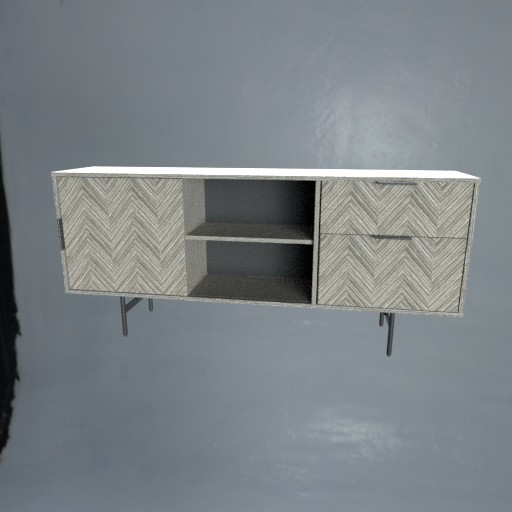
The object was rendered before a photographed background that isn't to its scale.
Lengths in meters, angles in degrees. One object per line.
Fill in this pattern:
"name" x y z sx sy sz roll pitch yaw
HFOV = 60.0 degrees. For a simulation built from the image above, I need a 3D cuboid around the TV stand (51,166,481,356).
"TV stand" 0.000 0.000 2.103 1.804 0.787 0.405 2 15 9
